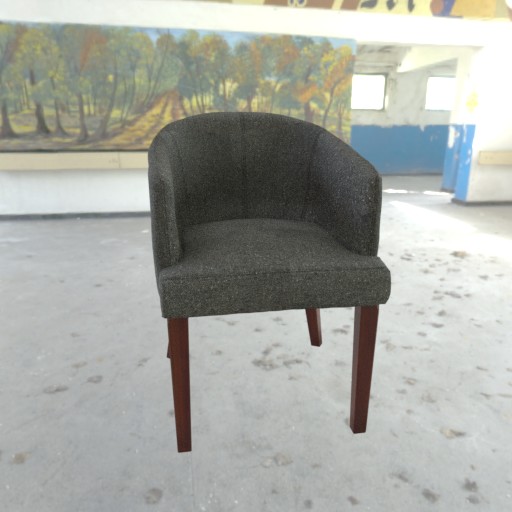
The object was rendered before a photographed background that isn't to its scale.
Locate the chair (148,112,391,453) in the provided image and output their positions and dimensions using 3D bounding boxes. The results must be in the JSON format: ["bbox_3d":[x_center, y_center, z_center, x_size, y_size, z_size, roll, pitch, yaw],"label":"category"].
[{"bbox_3d":[0.000,0.000,1.285,0.583,0.811,0.655,-3,17,-9],"label":"chair"}]
